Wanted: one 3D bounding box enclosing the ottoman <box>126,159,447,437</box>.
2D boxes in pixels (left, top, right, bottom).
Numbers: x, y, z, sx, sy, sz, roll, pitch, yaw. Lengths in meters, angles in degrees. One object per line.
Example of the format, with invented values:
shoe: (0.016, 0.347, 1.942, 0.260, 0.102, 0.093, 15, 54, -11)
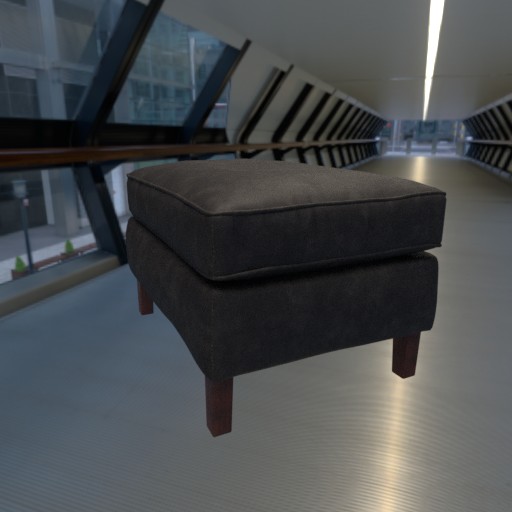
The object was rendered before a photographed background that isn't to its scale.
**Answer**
ottoman: (0.000, 0.000, 1.018, 0.501, 0.413, 0.665, -7, 17, -25)
